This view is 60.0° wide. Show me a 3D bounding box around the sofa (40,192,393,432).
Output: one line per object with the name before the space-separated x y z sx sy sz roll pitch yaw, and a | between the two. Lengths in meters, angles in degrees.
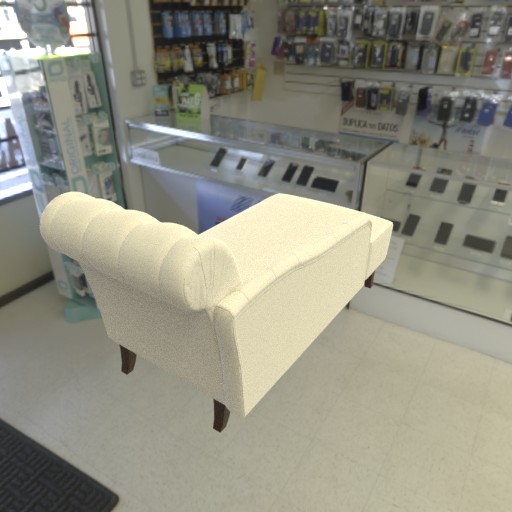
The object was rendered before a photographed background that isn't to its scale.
sofa | 0.000 0.000 1.801 0.675 0.787 1.379 19 34 30
